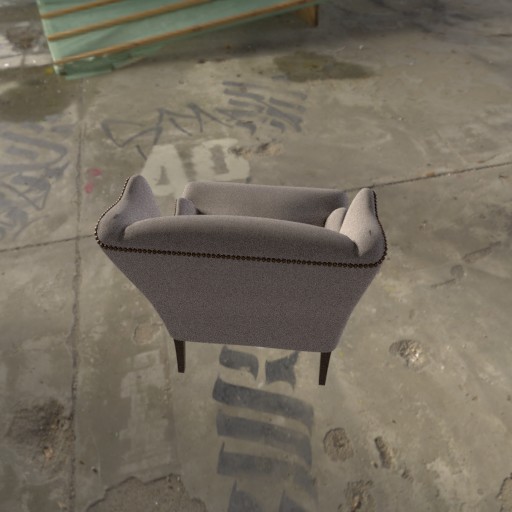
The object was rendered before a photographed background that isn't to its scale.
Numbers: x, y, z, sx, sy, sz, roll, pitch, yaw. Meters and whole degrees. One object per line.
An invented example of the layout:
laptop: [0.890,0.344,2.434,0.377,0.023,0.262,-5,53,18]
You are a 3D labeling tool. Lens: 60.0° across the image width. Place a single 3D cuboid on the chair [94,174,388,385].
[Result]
chair: [0.000,0.000,1.660,0.737,1.029,0.940,4,46,4]
